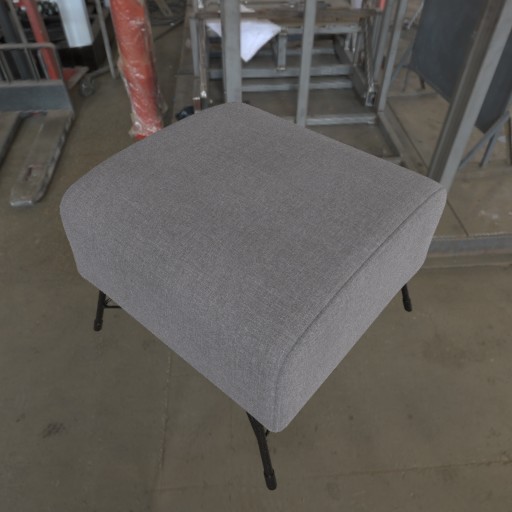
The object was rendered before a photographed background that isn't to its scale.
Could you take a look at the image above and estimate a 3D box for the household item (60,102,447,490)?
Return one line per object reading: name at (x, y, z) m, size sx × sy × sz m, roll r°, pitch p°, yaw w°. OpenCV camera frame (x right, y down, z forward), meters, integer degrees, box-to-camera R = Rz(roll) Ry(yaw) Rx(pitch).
household item at (0.000, 0.000, 0.884) m, size 0.530 × 0.410 × 0.530 m, roll 31°, pitch 53°, yaw 27°
